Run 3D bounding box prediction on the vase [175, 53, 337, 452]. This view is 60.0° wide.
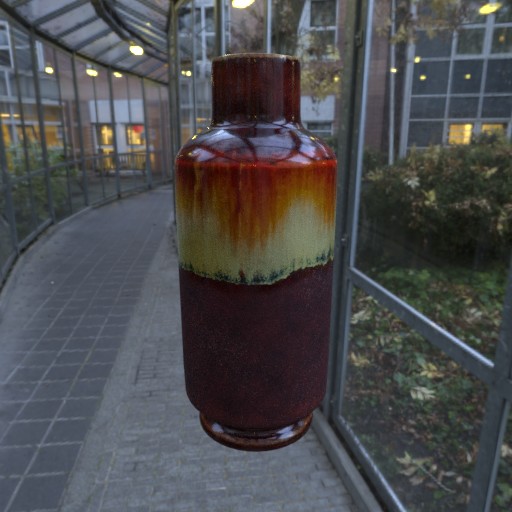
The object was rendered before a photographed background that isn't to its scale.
[{"bbox_3d":[0.000,0.000,0.320,0.111,0.261,0.111,0,15,0],"label":"vase"}]
